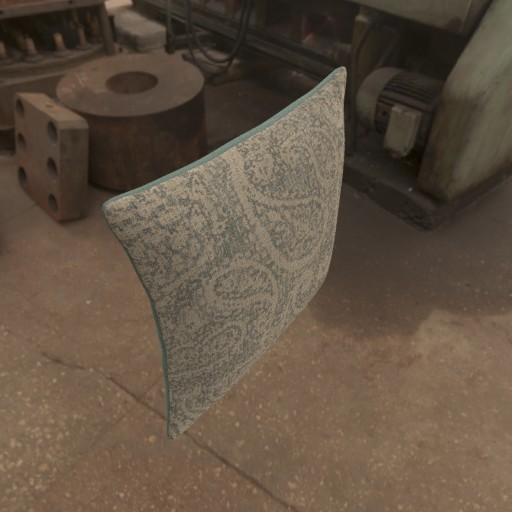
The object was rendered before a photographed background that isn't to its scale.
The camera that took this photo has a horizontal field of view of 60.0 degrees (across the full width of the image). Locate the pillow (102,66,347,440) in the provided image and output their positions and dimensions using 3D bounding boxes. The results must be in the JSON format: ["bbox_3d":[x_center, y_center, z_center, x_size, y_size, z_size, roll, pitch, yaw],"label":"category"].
[{"bbox_3d":[0.000,0.000,0.781,0.166,0.507,0.526,27,48,27],"label":"pillow"}]
